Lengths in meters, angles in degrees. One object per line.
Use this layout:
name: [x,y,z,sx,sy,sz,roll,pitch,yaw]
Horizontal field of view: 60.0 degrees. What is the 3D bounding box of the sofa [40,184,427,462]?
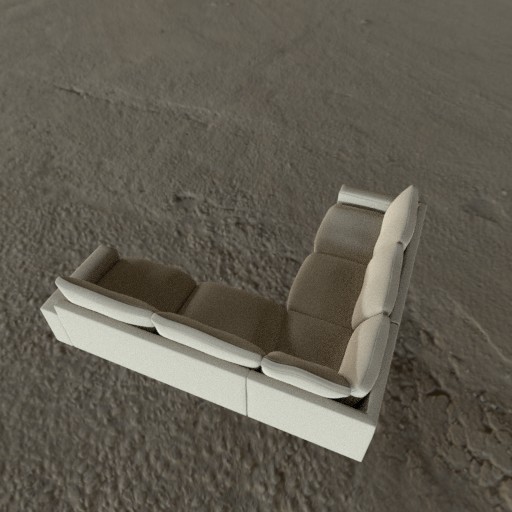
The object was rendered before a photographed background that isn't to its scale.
sofa: [0.000,0.000,4.858,3.206,0.918,3.066,16,48,16]
